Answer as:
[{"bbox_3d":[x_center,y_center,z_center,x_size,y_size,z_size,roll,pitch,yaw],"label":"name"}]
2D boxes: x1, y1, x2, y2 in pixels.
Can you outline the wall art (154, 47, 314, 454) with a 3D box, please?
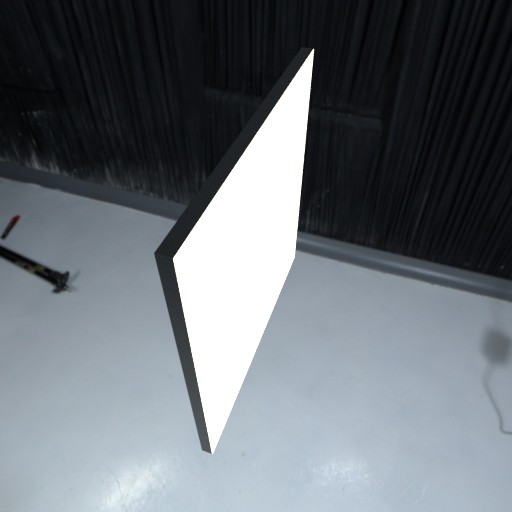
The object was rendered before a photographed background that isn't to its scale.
[{"bbox_3d":[0.000,0.000,1.163,0.031,0.775,0.773,15,49,14],"label":"wall art"}]
